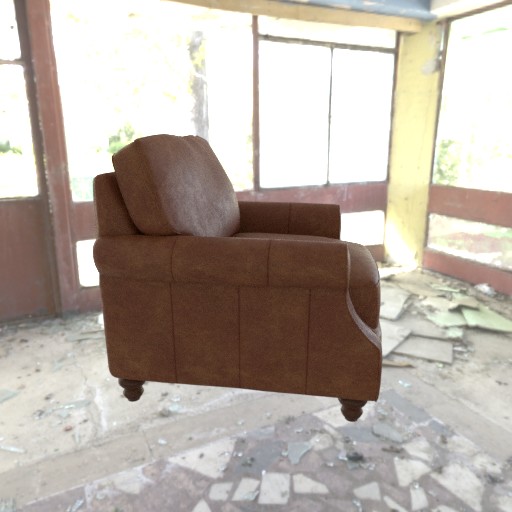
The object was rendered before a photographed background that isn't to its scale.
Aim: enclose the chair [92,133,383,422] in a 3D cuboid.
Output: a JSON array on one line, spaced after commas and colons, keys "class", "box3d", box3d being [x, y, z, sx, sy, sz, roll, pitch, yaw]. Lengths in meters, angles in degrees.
[{"class": "chair", "box3d": [0.000, 0.000, 1.812, 0.986, 0.962, 0.983, 2, 15, 8]}]
